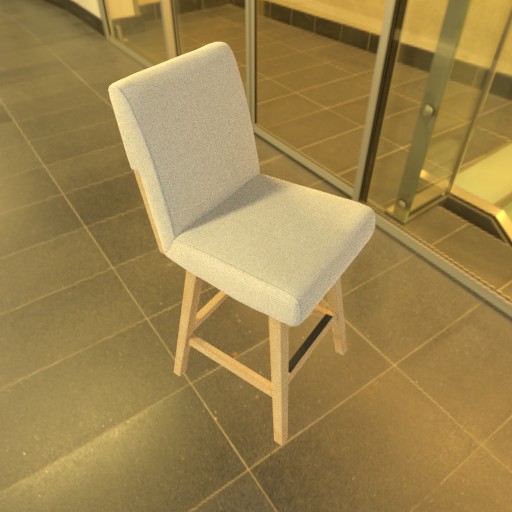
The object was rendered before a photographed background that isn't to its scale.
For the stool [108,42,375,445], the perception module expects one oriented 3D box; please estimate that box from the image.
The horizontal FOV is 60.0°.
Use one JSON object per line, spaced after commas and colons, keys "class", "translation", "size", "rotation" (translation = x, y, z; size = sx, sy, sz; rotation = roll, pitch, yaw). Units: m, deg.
{"class": "stool", "translation": [0.000, 0.000, 1.294], "size": [0.543, 1.015, 0.446], "rotation": [25, 48, 25]}
